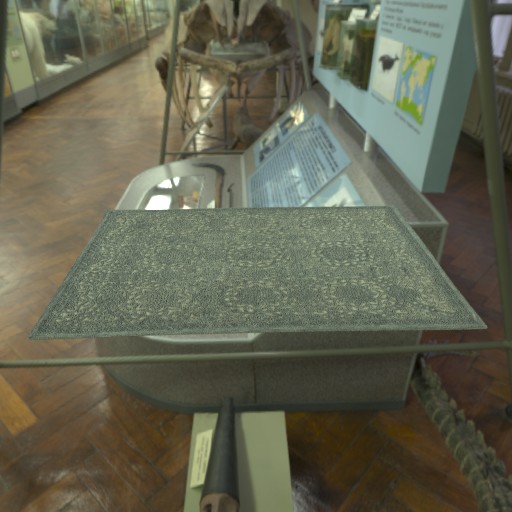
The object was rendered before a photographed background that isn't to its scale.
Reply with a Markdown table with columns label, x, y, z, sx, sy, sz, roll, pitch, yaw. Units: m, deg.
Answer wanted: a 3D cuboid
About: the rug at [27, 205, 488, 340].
| label | x | y | z | sx | sy | sz | roll | pitch | yaw |
| --- | --- | --- | --- | --- | --- | --- | --- | --- | --- |
| rug | 0.000 | 0.000 | 2.279 | 1.830 | 0.016 | 1.224 | -1 | 30 | -2 |
